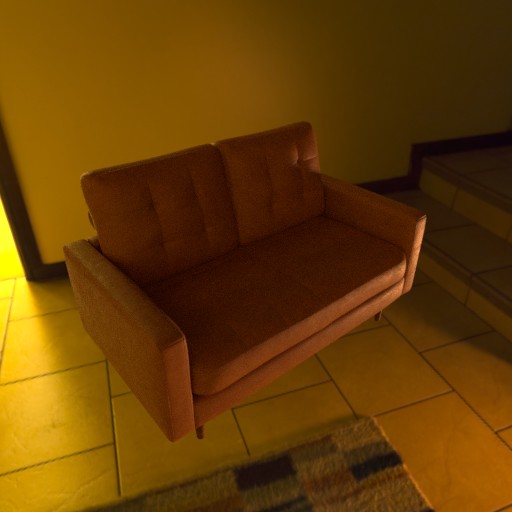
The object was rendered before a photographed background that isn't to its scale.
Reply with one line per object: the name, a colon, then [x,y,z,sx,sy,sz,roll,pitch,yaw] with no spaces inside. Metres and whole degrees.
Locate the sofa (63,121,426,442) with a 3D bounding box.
sofa: [0.000,0.000,1.991,1.430,0.898,0.868,-23,38,-33]
